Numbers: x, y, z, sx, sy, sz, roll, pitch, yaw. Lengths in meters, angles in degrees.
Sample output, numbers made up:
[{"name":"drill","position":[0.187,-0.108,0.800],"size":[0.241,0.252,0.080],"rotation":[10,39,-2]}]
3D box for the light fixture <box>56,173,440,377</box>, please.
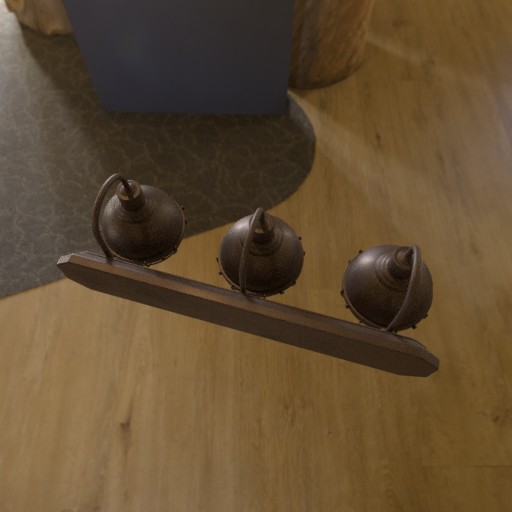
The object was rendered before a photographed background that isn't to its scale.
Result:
[{"name":"light fixture","position":[0.000,0.000,0.761],"size":[0.634,0.254,0.229],"rotation":[14,63,7]}]
